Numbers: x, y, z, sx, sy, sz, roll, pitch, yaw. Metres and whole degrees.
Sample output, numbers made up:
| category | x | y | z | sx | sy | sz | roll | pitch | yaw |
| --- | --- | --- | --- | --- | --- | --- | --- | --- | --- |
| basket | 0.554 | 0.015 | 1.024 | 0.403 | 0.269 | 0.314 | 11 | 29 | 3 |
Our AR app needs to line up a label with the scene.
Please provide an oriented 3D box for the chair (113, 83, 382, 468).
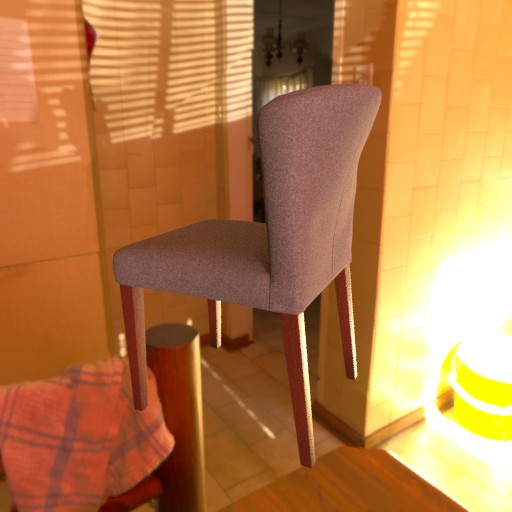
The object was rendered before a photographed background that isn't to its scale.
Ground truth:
| category | x | y | z | sx | sy | sz | roll | pitch | yaw |
| --- | --- | --- | --- | --- | --- | --- | --- | --- | --- |
| chair | 0.000 | 0.000 | 1.191 | 0.592 | 0.839 | 0.491 | 7 | 17 | 25 |
